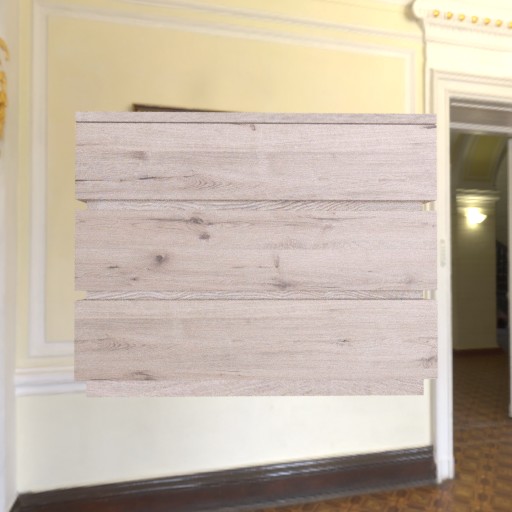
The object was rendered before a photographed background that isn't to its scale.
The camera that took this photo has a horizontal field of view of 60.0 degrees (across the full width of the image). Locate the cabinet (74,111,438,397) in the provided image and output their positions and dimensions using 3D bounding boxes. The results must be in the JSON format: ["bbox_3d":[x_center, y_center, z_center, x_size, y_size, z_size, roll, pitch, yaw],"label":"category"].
[{"bbox_3d":[0.000,0.000,1.479,1.040,0.820,0.420,0,-1,-1],"label":"cabinet"}]
